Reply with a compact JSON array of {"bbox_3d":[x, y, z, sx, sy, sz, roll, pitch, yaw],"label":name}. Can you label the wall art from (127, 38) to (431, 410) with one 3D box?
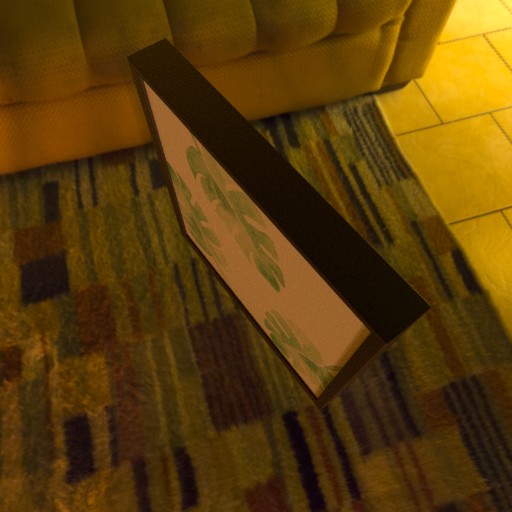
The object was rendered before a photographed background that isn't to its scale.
[{"bbox_3d":[0.000,0.000,0.455,0.038,0.304,0.304,-34,69,-16],"label":"wall art"}]
